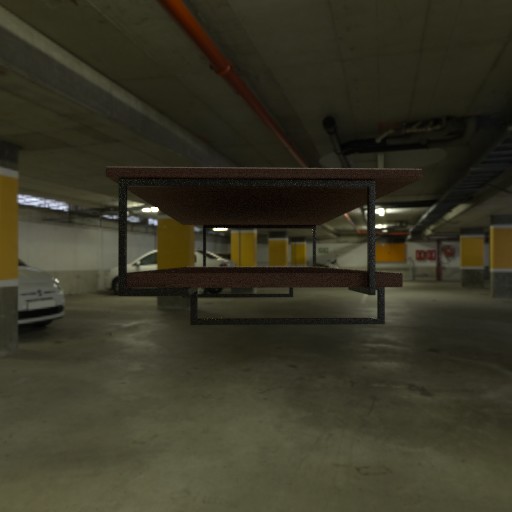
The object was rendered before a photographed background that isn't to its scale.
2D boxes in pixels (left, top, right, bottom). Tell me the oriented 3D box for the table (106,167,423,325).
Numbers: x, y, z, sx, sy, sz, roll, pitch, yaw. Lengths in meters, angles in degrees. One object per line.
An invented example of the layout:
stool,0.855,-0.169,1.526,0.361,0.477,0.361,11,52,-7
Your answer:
table,0.000,0.000,1.504,0.651,0.347,1.197,0,-1,-2
